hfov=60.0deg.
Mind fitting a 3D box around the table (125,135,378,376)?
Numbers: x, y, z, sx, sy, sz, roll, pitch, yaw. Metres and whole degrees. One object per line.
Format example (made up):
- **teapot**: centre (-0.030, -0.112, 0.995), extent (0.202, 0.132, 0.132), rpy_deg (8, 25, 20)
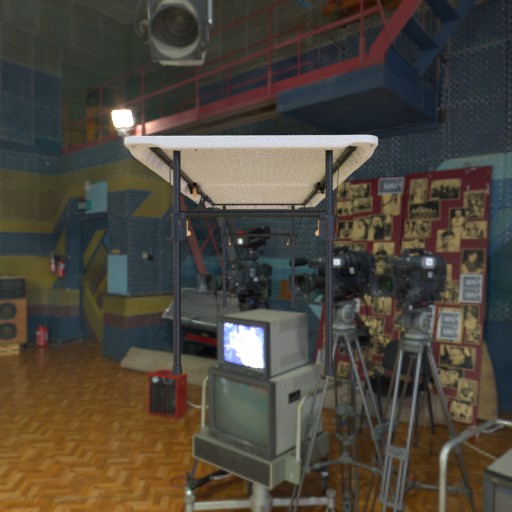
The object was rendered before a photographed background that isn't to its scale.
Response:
- **table**: centre (0.000, 0.000, 2.199), extent (0.761, 0.719, 1.829), rpy_deg (0, 0, 1)
